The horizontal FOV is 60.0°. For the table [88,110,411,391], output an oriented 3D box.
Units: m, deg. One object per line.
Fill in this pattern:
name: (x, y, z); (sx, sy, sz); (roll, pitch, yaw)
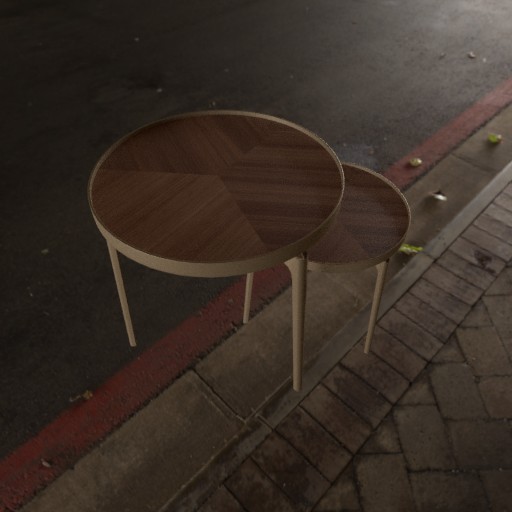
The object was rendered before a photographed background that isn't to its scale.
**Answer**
table: (0.000, 0.000, 1.149); (0.751, 0.555, 0.532); (-10, 47, -9)
